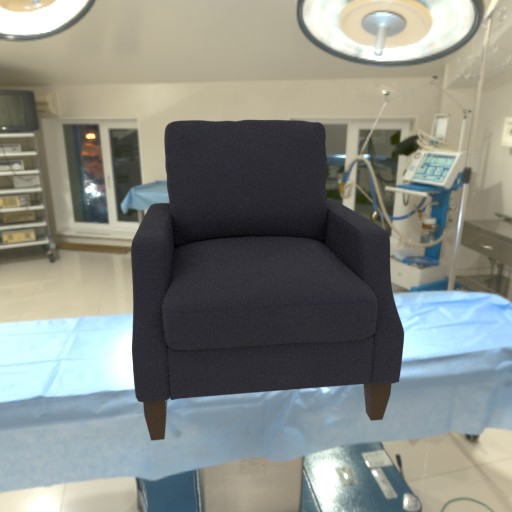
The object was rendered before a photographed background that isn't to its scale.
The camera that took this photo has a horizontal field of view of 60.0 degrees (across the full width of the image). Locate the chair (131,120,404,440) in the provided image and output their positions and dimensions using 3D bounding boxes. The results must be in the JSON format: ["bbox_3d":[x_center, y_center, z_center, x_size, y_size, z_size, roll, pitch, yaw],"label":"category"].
[{"bbox_3d":[0.000,0.000,1.691,0.855,0.991,0.897,-2,18,-7],"label":"chair"}]
